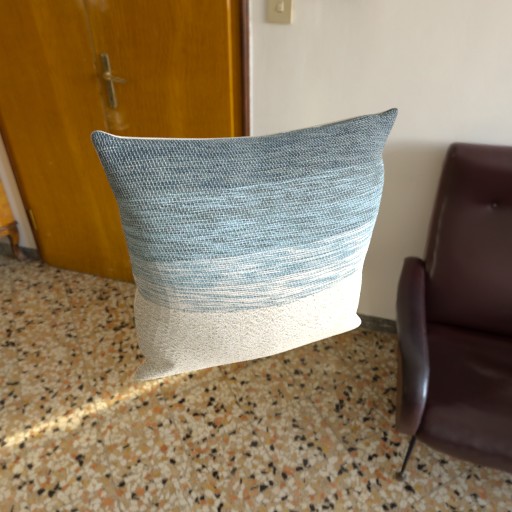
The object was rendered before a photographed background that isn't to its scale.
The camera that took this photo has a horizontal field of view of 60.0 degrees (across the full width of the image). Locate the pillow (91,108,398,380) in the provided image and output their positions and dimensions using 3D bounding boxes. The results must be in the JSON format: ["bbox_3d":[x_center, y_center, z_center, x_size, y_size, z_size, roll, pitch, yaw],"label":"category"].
[{"bbox_3d":[0.000,0.000,0.705,0.440,0.441,0.182,-10,35,-15],"label":"pillow"}]
